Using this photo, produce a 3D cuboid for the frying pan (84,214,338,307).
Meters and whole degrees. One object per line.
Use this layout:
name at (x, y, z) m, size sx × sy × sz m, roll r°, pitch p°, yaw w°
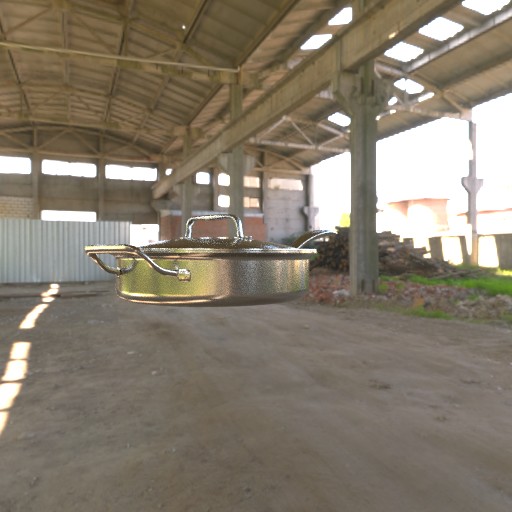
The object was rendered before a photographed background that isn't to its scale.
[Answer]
frying pan at (0.000, 0.000, 0.693) m, size 0.280 × 0.114 × 0.561 m, roll 0°, pitch 0°, yaw 34°
